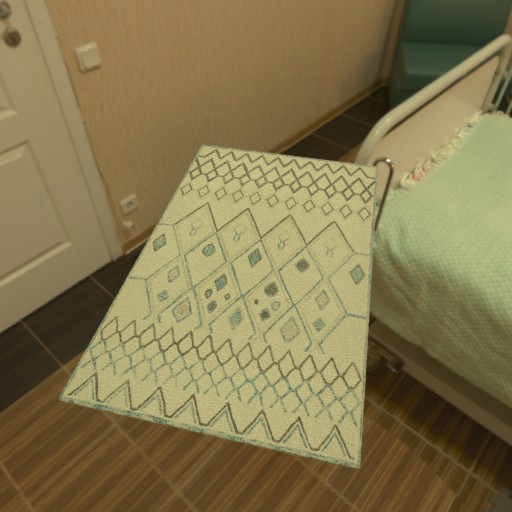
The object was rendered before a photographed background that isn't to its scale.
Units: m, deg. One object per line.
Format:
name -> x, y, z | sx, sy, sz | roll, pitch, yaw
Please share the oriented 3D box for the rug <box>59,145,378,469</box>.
rug -> 0.000, 0.000, 2.968 | 1.524, 0.015, 2.439 | 9, 47, 9
